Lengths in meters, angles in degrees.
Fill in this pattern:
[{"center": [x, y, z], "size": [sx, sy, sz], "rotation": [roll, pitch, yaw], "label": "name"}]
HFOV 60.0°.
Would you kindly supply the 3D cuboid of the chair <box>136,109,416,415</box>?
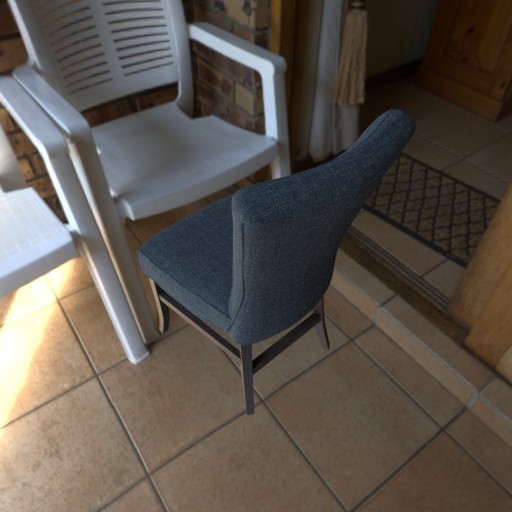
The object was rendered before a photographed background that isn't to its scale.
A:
[{"center": [0.000, 0.000, 1.374], "size": [0.520, 0.991, 0.660], "rotation": [-32, 54, -28], "label": "chair"}]
